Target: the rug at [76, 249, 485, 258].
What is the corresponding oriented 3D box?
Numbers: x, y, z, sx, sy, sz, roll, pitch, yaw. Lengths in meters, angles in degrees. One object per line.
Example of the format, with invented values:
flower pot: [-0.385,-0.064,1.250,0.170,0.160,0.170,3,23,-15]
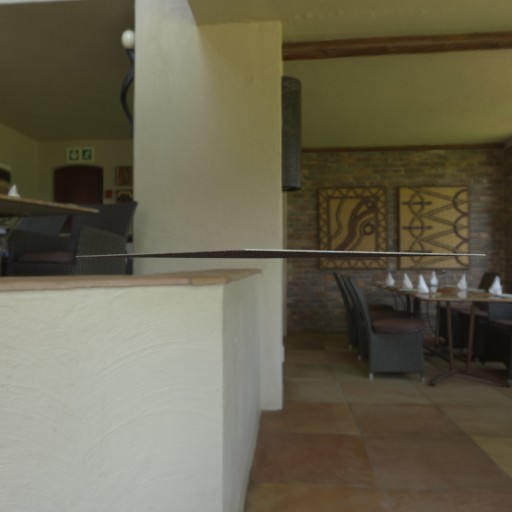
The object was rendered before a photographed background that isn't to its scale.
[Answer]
rug: [0.000,0.000,4.106,2.440,0.008,3.036,1,-1,-37]
